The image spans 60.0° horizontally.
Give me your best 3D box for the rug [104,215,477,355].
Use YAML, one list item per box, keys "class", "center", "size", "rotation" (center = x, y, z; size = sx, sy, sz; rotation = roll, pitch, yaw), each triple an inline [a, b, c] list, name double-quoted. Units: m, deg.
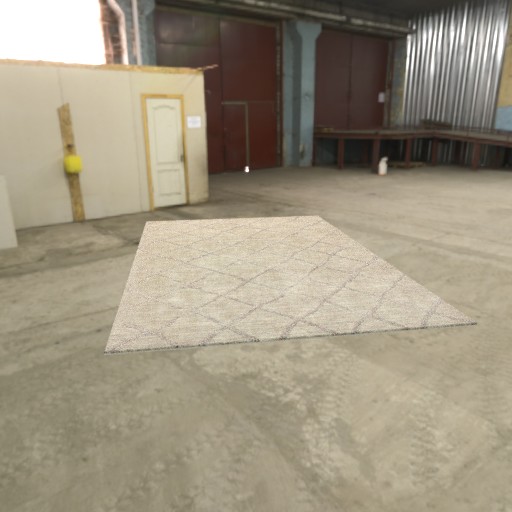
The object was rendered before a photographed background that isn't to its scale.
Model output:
- class: "rug"
  center: [0.000, 0.000, 2.834]
  size: [1.521, 0.015, 2.280]
  rotation: [-3, 17, -9]
